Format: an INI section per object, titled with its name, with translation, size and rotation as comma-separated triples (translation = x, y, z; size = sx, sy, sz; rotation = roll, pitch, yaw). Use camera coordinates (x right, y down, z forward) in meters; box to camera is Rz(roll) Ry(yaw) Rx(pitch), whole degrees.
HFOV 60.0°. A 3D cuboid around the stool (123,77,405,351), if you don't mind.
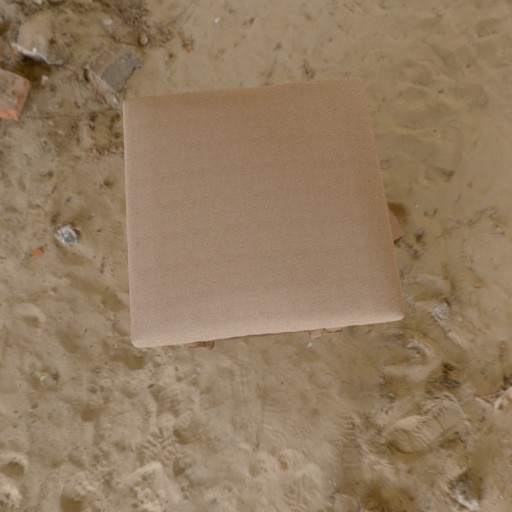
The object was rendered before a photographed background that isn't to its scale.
[stool]
translation = 0.000, 0.000, 0.970
size = 0.382, 0.768, 0.383
rotation = -6, 76, -1
